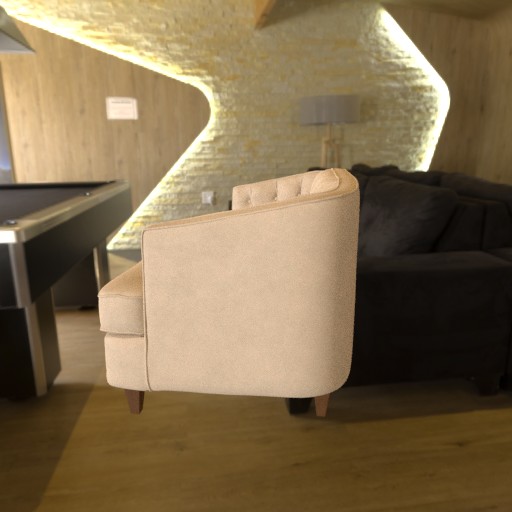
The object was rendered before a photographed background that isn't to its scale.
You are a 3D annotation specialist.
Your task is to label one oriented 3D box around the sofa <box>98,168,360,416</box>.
[{"bbox_3d":[0.000,0.000,2.320,0.940,0.878,1.731,2,14,8],"label":"sofa"}]
